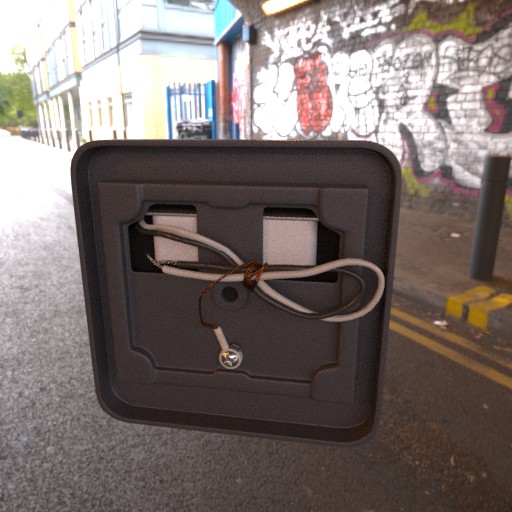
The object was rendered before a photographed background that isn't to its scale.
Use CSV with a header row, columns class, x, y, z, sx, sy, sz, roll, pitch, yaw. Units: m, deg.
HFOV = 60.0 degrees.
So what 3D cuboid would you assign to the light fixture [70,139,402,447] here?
class,x,y,z,sx,sy,sz,roll,pitch,yaw
light fixture,0.000,0.000,0.208,0.109,0.109,0.132,3,17,9
